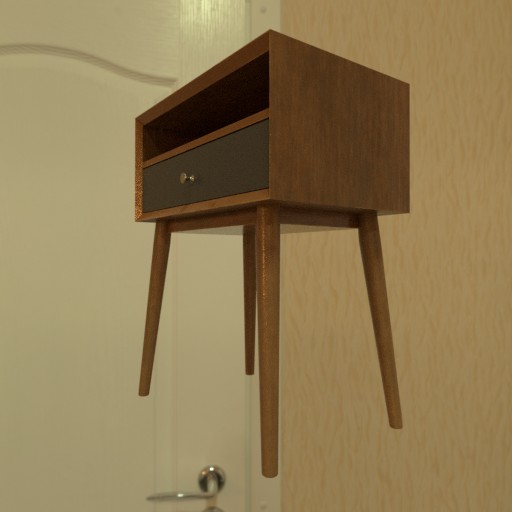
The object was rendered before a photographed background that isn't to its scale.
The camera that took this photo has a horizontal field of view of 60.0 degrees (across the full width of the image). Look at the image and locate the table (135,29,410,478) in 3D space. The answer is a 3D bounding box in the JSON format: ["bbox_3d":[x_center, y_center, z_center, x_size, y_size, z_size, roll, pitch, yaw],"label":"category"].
[{"bbox_3d":[0.000,0.000,0.836,0.307,0.580,0.454,0,0,-37],"label":"table"}]
